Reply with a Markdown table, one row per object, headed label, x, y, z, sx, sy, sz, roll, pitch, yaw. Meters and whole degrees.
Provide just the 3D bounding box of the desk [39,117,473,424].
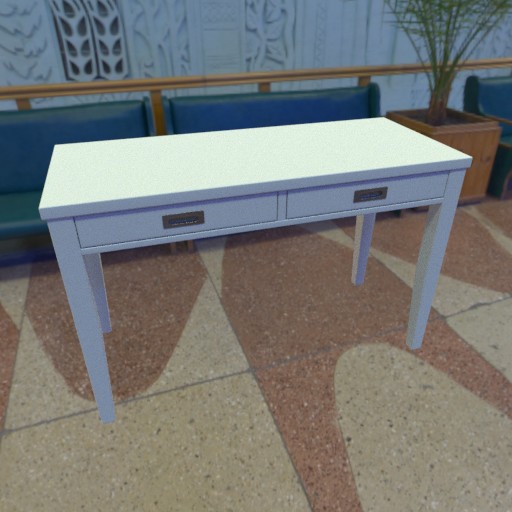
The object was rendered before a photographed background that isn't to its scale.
| label | x | y | z | sx | sy | sz | roll | pitch | yaw |
| --- | --- | --- | --- | --- | --- | --- | --- | --- | --- |
| desk | 0.000 | 0.000 | 1.594 | 1.220 | 0.775 | 0.508 | -9 | 32 | -15 |
